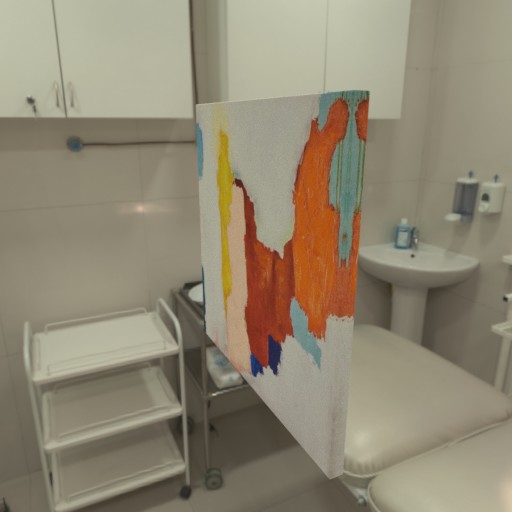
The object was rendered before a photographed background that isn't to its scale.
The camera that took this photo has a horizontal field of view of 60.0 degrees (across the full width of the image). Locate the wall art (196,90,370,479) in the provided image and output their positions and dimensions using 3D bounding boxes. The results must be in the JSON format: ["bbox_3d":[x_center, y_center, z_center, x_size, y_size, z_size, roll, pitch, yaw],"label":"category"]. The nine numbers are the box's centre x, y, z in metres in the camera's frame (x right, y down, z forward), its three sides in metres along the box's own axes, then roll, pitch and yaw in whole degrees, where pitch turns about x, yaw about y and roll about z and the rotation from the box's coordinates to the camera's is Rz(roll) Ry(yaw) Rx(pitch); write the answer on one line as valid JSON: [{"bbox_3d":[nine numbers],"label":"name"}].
[{"bbox_3d":[0.000,0.000,1.223,0.037,0.814,0.814,-8,19,-25],"label":"wall art"}]
